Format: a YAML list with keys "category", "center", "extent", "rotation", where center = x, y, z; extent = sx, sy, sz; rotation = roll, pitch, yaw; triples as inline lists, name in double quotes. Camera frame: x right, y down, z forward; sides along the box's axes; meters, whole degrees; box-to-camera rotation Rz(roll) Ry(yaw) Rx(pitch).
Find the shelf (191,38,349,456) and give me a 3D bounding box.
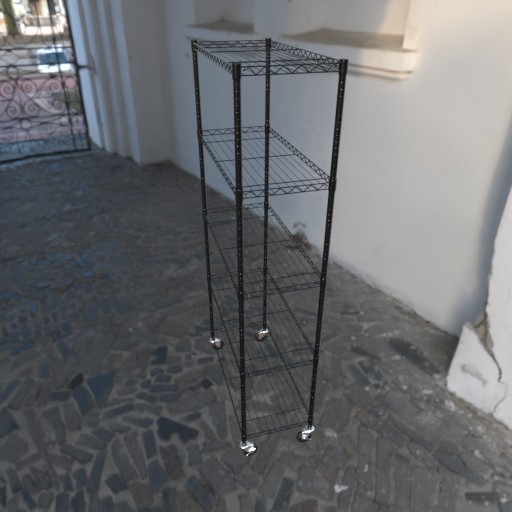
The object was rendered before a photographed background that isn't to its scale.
- category: "shelf"
  center: [0.000, 0.000, 1.926]
  extent: [0.356, 1.645, 0.762]
  rotation: [-8, 32, -14]
